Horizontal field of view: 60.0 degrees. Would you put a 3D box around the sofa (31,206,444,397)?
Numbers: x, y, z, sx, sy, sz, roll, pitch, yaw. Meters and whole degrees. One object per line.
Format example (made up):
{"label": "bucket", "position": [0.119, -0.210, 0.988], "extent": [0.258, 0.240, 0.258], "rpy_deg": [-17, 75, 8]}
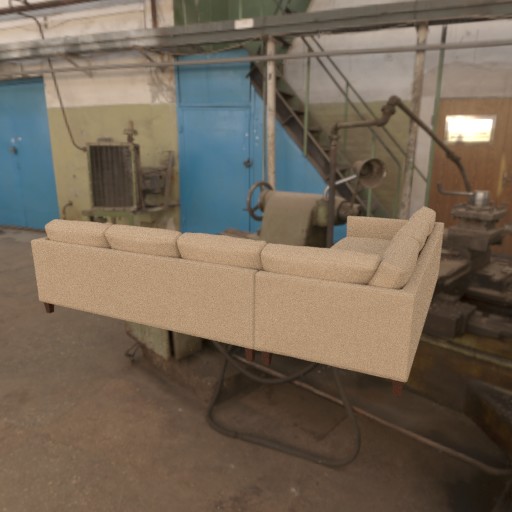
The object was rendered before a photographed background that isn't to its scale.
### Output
{"label": "sofa", "position": [0.000, 0.000, 4.279], "extent": [3.182, 0.863, 2.432], "rpy_deg": [7, 17, 25]}
